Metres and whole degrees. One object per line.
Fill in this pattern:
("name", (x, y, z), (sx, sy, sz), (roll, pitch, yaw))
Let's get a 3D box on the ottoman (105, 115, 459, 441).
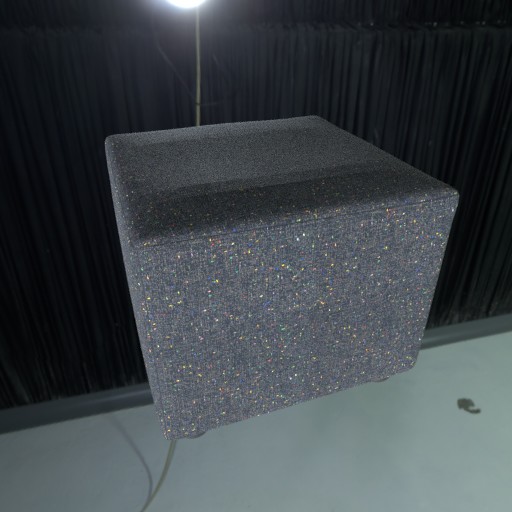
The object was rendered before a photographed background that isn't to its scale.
("ottoman", (0.000, 0.000, 0.900), (0.508, 0.432, 0.508), (-11, 33, -17))
